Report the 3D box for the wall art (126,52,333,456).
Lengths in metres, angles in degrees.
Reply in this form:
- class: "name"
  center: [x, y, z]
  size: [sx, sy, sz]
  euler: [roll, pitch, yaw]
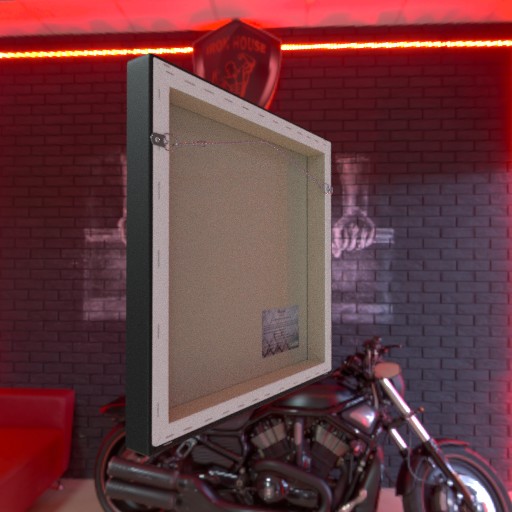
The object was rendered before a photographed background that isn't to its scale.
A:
- class: "wall art"
  center: [0.000, 0.000, 0.614]
  size: [0.041, 0.407, 0.406]
  euler: [-1, -1, 36]
